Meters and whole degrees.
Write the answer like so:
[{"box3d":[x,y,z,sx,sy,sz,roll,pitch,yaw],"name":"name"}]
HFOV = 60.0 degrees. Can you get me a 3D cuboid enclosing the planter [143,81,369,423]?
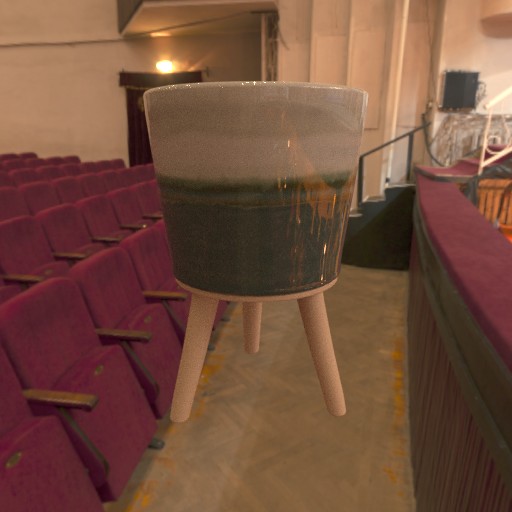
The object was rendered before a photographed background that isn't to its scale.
[{"box3d":[0.000,0.000,0.480,0.217,0.331,0.217,2,15,9],"name":"planter"}]
